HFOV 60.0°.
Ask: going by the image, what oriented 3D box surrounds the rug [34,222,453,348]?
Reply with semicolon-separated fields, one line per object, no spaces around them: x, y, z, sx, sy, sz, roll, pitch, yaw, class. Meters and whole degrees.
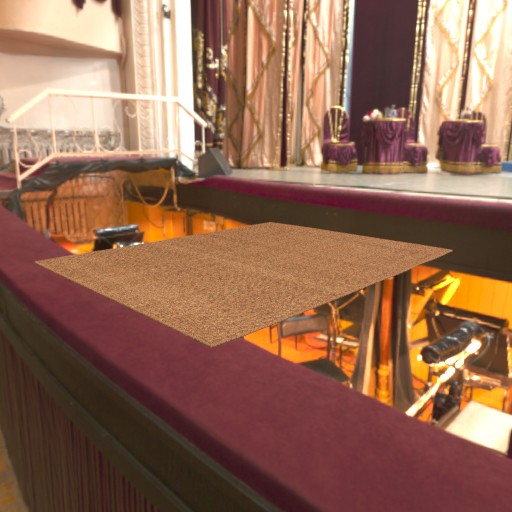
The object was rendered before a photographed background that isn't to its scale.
0.000;0.000;4.049;2.439;0.013;3.048;13;19;43;rug
